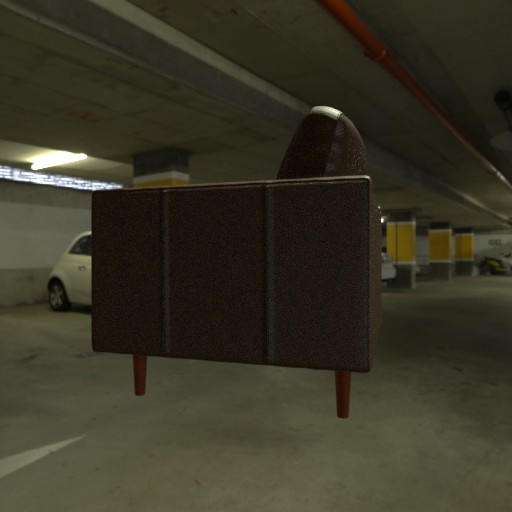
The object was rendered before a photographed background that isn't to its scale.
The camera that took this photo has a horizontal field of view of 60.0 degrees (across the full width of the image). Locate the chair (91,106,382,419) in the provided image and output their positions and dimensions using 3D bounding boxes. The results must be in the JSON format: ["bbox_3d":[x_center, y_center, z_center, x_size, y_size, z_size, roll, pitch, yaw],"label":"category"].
[{"bbox_3d":[0.000,0.000,1.716,0.909,0.956,0.890,0,0,18],"label":"chair"}]
